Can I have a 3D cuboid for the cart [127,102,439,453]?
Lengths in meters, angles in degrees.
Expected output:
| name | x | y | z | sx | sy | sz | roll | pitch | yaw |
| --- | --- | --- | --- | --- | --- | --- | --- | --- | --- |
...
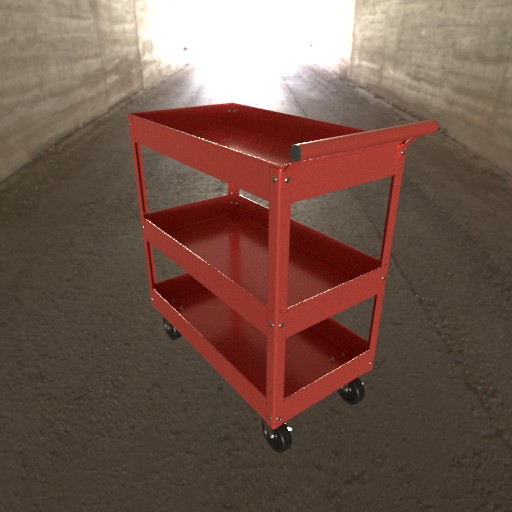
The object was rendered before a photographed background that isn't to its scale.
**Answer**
| name | x | y | z | sx | sy | sz | roll | pitch | yaw |
| --- | --- | --- | --- | --- | --- | --- | --- | --- | --- |
| cart | 0.000 | 0.000 | 1.206 | 0.366 | 0.780 | 0.719 | -19 | 32 | -32 |
